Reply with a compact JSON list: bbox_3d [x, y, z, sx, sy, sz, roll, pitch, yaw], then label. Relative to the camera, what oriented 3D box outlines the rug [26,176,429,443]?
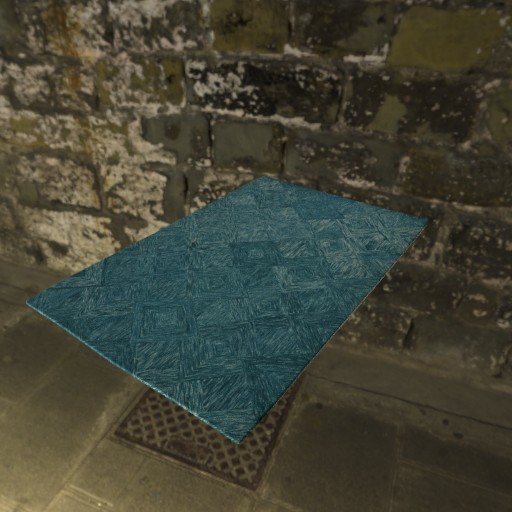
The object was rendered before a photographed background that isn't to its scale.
[{"bbox_3d":[0.000,0.000,2.145,1.136,0.017,1.728,21,38,30],"label":"rug"}]
